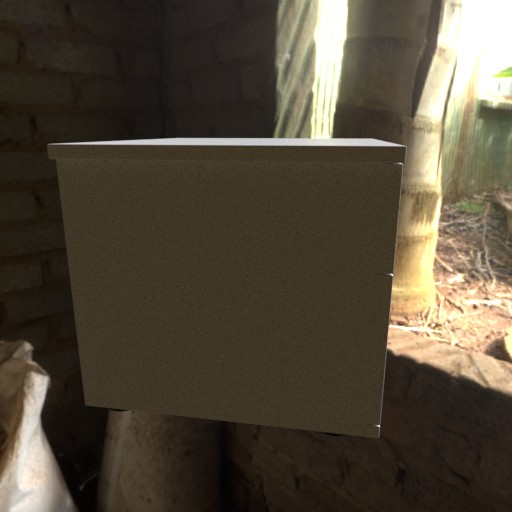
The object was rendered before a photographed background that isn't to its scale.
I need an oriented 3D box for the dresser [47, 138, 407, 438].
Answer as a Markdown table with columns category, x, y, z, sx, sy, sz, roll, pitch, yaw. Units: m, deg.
| category | x | y | z | sx | sy | sz | roll | pitch | yaw |
| --- | --- | --- | --- | --- | --- | --- | --- | --- | --- |
| dresser | 0.000 | 0.000 | 0.715 | 0.400 | 0.360 | 0.430 | 3 | 16 | 10 |
